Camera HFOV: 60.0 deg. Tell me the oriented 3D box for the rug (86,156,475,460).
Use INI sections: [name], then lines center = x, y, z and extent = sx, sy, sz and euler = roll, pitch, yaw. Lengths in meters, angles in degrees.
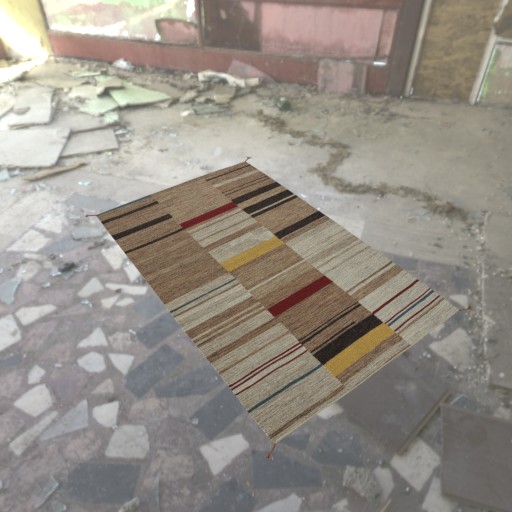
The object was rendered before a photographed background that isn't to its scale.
[rug]
center = 0.000, 0.000, 2.456
extent = 1.268, 0.007, 1.918
euler = -26, 47, -26
